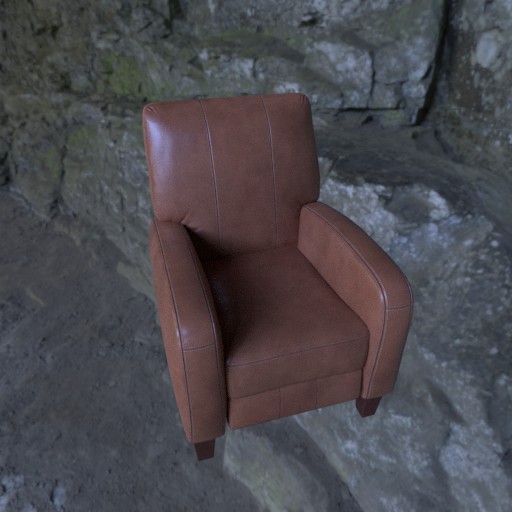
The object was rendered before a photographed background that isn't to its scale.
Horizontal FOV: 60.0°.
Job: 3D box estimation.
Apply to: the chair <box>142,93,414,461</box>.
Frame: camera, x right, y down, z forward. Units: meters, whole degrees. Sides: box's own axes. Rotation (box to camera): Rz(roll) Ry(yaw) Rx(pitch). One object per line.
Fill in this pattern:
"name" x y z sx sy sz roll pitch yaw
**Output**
"chair" 0.000 0.000 1.646 0.762 0.990 0.990 -9 33 -14
